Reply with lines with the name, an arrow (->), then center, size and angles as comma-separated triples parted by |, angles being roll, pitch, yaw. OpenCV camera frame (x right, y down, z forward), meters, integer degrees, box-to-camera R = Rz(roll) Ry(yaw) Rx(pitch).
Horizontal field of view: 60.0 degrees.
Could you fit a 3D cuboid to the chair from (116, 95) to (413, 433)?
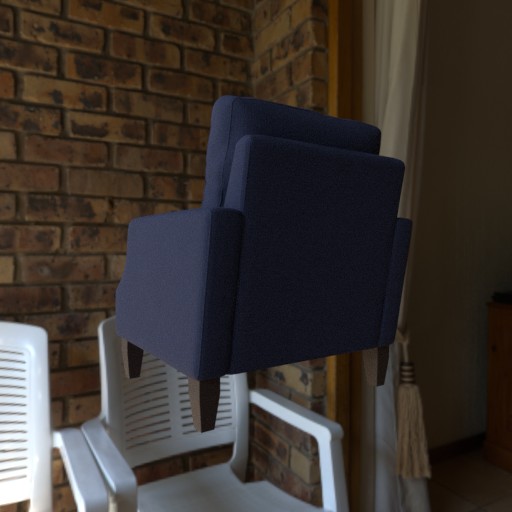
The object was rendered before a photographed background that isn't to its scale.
chair -> 0.000, 0.000, 1.722 | 0.855, 0.991, 0.897 | -1, 1, -34
